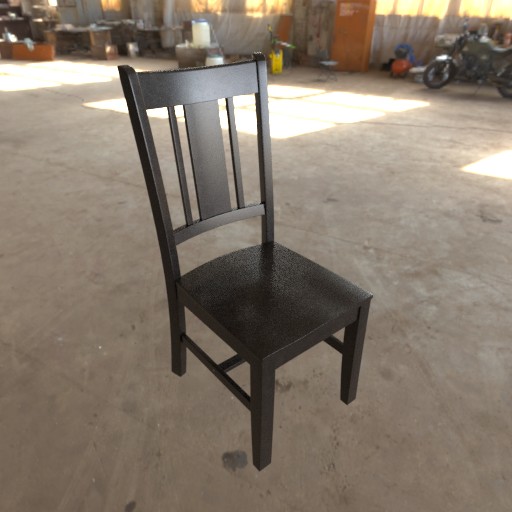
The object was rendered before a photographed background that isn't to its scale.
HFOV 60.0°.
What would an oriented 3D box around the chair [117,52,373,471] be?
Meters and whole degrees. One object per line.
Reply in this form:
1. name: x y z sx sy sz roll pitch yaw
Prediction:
1. chair: 0.000 0.000 1.271 0.450 0.998 0.555 -22 37 -33
